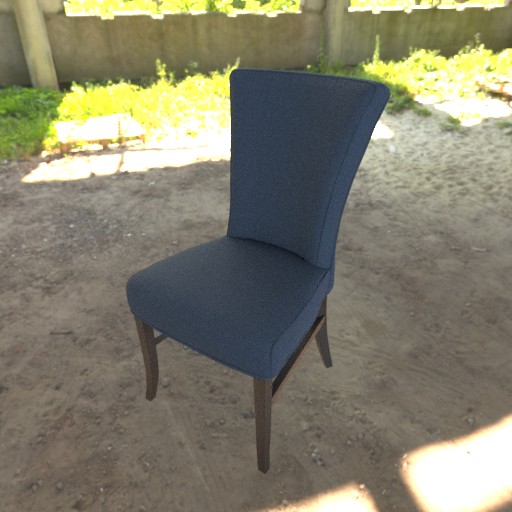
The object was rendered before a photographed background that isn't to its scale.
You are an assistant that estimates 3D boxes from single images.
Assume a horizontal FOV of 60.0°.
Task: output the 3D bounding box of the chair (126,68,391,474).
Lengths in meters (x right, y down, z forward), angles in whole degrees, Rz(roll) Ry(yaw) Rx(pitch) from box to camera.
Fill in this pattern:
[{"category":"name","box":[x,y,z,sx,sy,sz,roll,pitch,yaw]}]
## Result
[{"category":"chair","box":[0.000,0.000,1.359,0.520,0.991,0.660,19,35,29]}]
